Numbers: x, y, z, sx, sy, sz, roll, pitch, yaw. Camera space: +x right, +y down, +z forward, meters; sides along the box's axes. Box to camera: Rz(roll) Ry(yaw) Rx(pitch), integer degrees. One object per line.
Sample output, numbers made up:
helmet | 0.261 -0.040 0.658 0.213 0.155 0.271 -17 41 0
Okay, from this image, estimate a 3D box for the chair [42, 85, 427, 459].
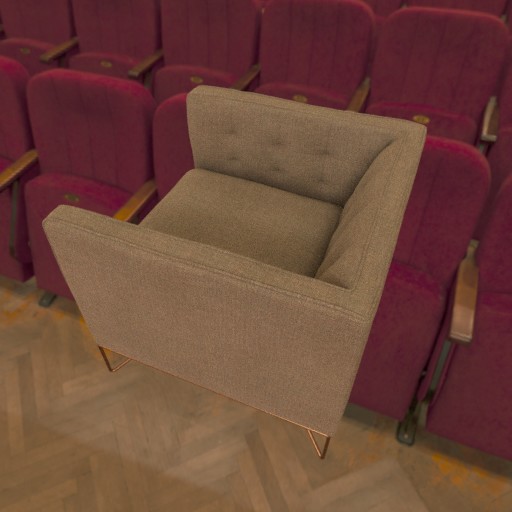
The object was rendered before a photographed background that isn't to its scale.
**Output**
chair | 0.000 0.000 1.617 0.912 0.799 0.920 17 48 16
